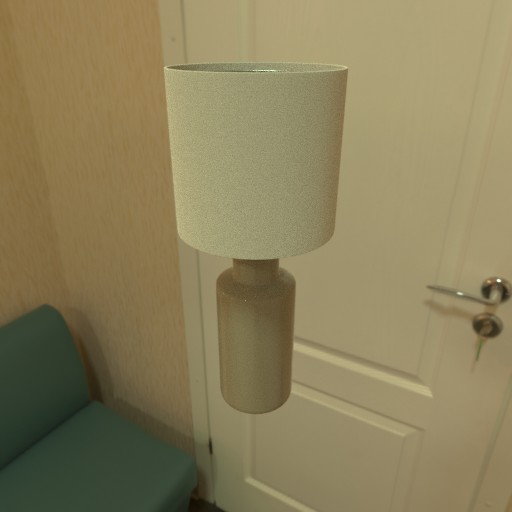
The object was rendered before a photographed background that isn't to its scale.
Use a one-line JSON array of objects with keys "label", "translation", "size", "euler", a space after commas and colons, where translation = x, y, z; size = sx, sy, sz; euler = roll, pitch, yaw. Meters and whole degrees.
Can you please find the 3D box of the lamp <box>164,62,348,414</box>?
[{"label": "lamp", "translation": [0.000, 0.000, 0.626], "size": [0.212, 0.493, 0.212], "euler": [0, 26, 1]}]
